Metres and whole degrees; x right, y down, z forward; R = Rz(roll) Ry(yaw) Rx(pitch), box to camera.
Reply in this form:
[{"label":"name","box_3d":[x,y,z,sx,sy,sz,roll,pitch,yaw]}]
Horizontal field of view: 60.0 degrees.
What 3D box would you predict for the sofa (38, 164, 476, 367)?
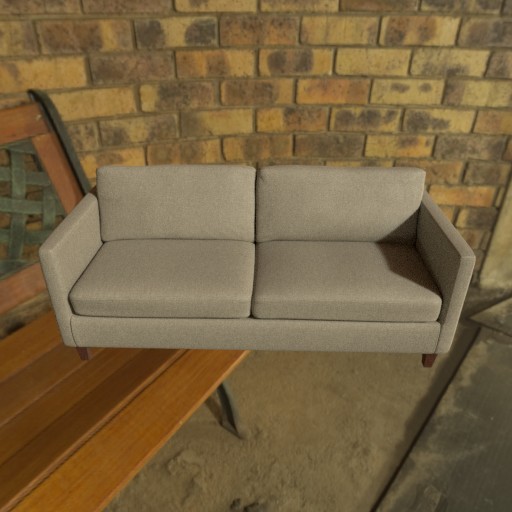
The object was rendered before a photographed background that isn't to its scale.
[{"label":"sofa","box_3d":[0.000,0.000,2.702,2.208,0.963,0.956,1,31,1]}]
